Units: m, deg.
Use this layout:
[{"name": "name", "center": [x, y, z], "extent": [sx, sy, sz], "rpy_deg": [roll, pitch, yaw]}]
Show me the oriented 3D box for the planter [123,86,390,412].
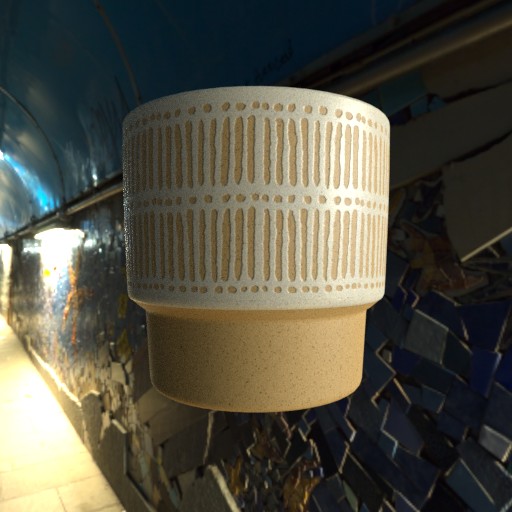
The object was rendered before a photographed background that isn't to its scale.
[{"name": "planter", "center": [0.000, 0.000, 0.549], "extent": [0.317, 0.303, 0.317], "rpy_deg": [0, 0, 0]}]
